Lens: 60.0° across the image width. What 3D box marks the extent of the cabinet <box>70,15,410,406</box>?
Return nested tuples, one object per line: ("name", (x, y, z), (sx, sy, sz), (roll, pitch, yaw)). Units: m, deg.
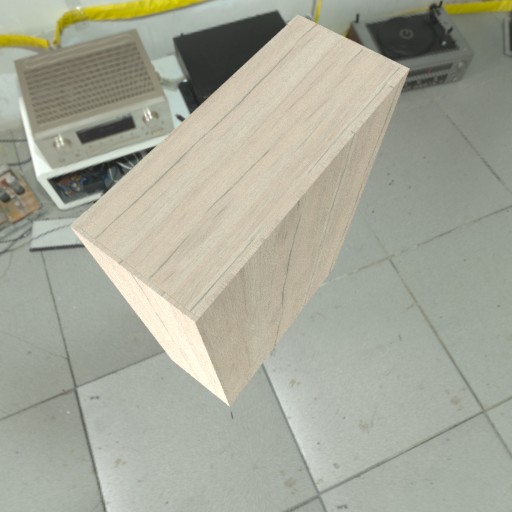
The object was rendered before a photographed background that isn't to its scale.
("cabinet", (0.000, 0.000, 2.646), (0.580, 2.070, 1.400), (34, 69, 15))
